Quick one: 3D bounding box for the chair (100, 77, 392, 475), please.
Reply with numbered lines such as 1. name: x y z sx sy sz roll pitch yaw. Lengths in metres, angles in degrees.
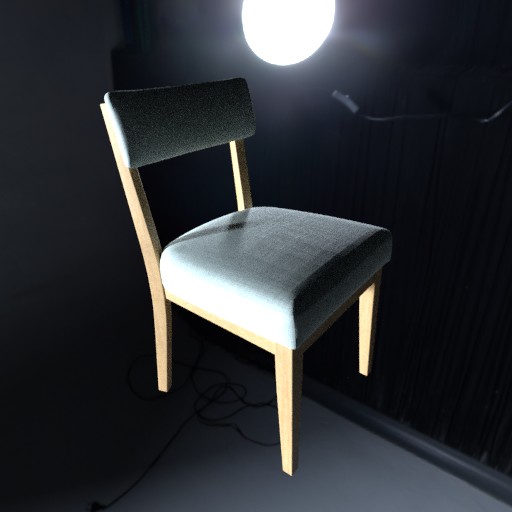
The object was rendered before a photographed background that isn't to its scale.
1. chair: 0.000 0.000 1.176 0.572 0.832 0.508 18 32 32
